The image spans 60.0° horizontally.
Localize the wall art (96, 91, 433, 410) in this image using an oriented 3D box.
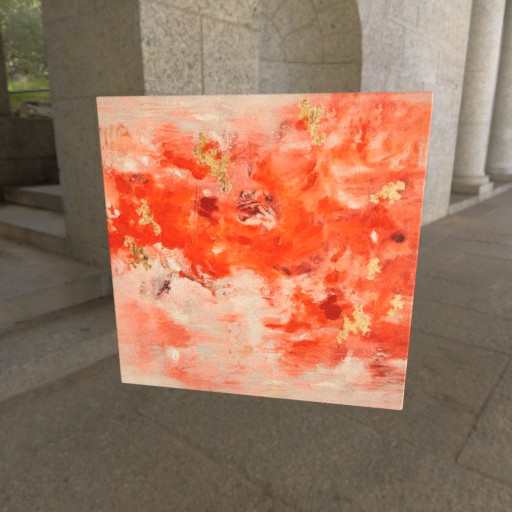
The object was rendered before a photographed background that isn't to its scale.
[{"bbox_3d":[0.000,0.000,1.282,0.878,0.878,0.066,3,15,10],"label":"wall art"}]
